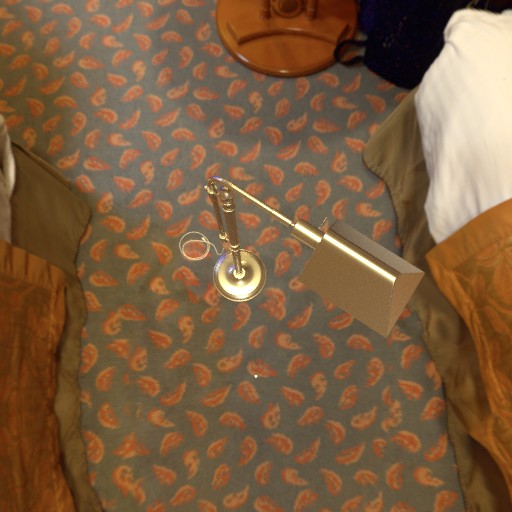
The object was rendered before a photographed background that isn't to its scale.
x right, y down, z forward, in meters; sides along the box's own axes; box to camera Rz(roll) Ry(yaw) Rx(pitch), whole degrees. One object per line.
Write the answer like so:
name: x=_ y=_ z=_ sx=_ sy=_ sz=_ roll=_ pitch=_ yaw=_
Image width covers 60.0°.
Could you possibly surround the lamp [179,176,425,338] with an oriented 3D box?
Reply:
lamp: x=0.000 y=0.000 z=0.977 sx=0.546 sy=0.708 sz=0.159 roll=34 pitch=77 yaw=9
